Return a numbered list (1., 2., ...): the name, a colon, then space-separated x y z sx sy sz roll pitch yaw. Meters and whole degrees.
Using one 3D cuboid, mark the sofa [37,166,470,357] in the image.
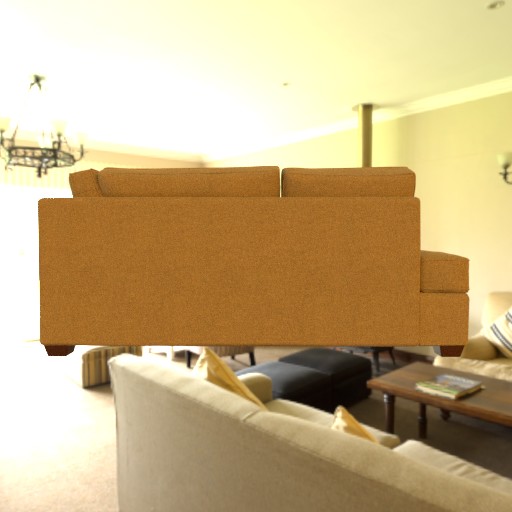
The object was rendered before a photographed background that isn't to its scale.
1. sofa: 0.000 0.000 2.797 2.238 1.019 1.110 0 2 0
